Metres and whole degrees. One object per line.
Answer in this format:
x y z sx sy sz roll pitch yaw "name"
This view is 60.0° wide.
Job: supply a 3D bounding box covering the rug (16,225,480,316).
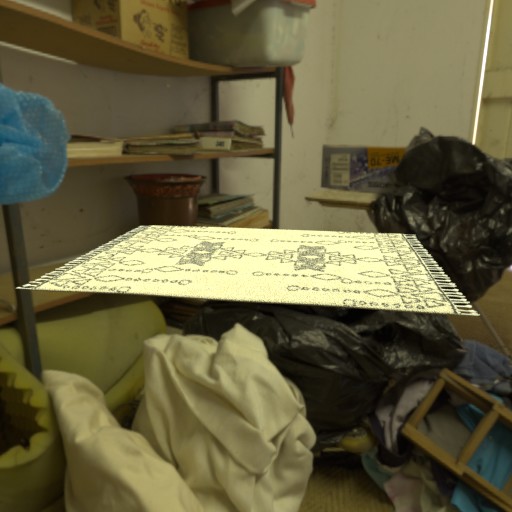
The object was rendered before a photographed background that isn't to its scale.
0.000 0.000 3.831 3.027 0.028 2.125 2 16 8 "rug"
